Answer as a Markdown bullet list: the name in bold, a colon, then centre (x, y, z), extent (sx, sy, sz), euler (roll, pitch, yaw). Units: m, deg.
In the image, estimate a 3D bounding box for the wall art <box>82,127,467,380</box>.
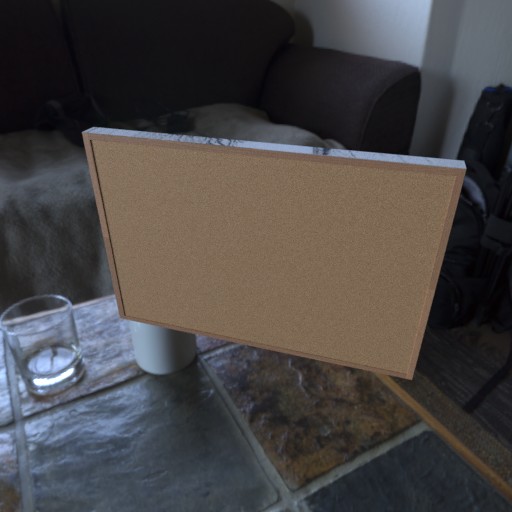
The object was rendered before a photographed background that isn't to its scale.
- **wall art**: centre (0.000, 0.000, 0.802), extent (0.613, 0.407, 0.035), euler (9, 32, 14)
